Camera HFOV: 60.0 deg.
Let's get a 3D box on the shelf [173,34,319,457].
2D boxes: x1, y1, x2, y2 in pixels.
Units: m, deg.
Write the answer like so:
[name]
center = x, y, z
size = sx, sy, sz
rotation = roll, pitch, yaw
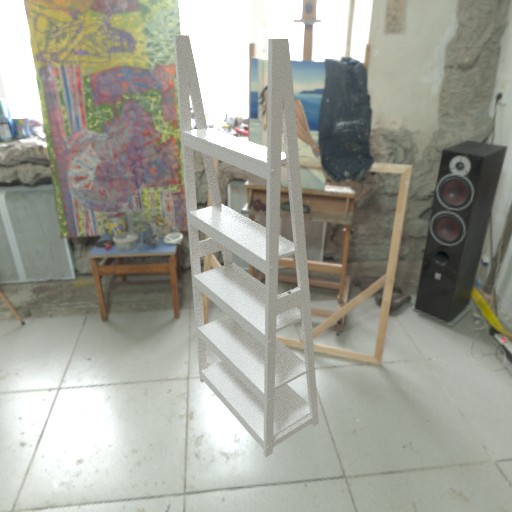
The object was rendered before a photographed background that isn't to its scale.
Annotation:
[shelf]
center = 0.000, 0.000, 1.999
size = 0.341, 1.779, 0.636
rotation = -19, 33, -31
